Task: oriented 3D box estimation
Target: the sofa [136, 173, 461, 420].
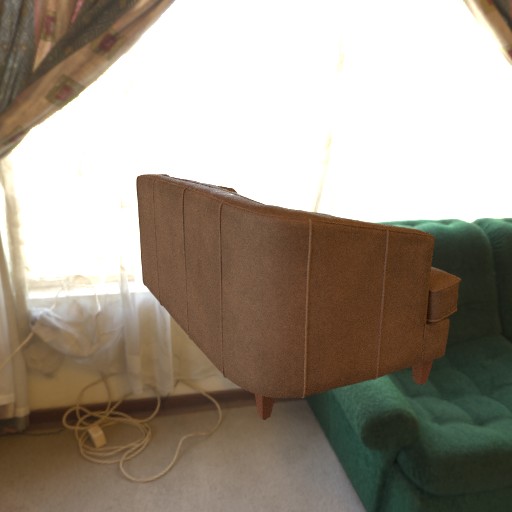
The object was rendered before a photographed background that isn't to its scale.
[{"bbox_3d":[0.000,0.000,2.259,0.917,0.799,1.767,-7,16,-26],"label":"sofa"}]
